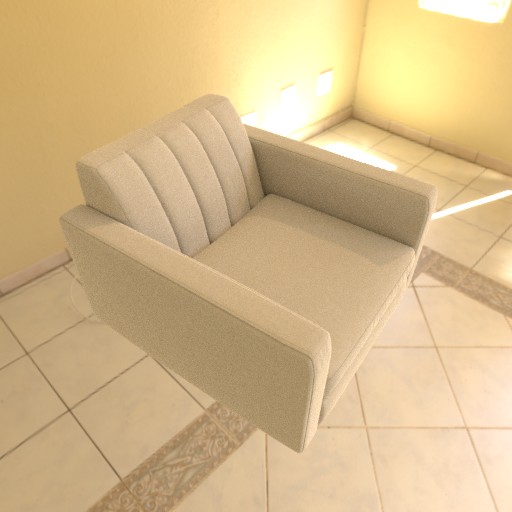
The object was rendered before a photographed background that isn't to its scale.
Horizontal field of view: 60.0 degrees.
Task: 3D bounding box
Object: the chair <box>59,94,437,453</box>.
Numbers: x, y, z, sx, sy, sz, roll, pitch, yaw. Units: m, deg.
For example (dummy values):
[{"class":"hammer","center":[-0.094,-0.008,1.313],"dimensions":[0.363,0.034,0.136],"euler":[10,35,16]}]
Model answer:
[{"class":"chair","center":[0.000,0.000,1.662],"dimensions":[0.998,0.819,0.953],"euler":[25,48,25]}]
